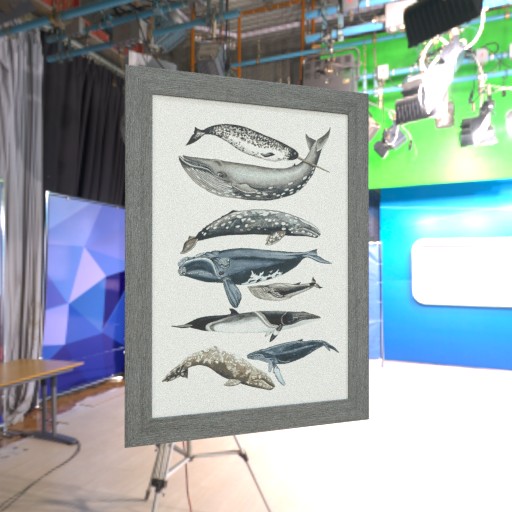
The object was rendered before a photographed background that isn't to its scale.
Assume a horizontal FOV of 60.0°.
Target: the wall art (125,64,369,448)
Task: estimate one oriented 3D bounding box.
[{"bbox_3d":[0.000,0.000,1.355,0.768,1.070,0.020,0,0,-17],"label":"wall art"}]
